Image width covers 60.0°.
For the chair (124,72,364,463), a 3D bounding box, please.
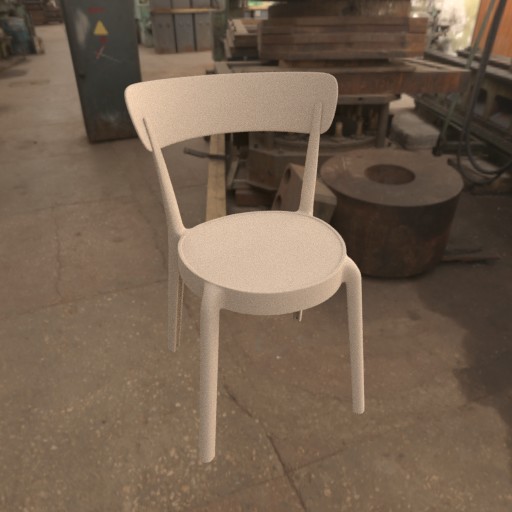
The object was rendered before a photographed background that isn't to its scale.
[{"bbox_3d":[0.000,0.000,1.109,0.506,0.790,0.491,-11,33,-17],"label":"chair"}]
